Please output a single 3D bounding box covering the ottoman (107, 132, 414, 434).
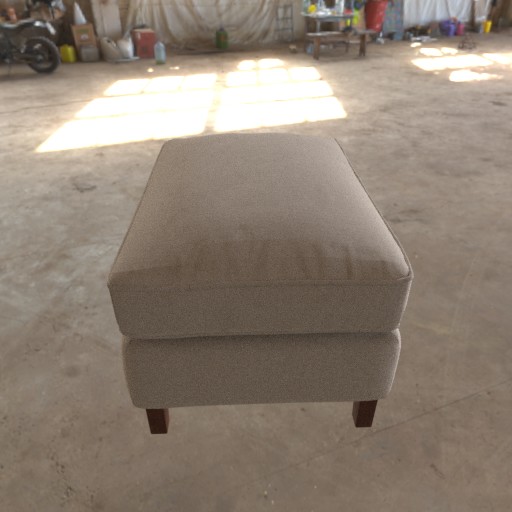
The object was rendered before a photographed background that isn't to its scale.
[{"bbox_3d":[0.000,0.000,0.998,0.501,0.456,0.665,-1,33,-2],"label":"ottoman"}]
